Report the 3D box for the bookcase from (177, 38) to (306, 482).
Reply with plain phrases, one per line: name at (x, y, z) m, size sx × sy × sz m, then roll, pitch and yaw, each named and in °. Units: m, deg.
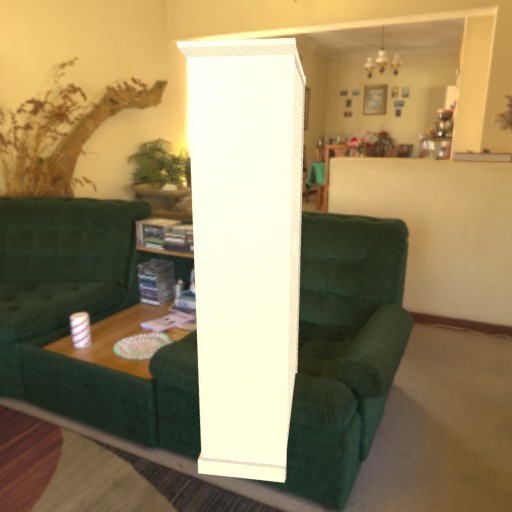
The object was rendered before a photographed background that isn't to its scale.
bookcase at (0.000, 0.000, 2.332) m, size 0.432 × 1.880 × 1.050 m, roll 2°, pitch 15°, yaw 8°
